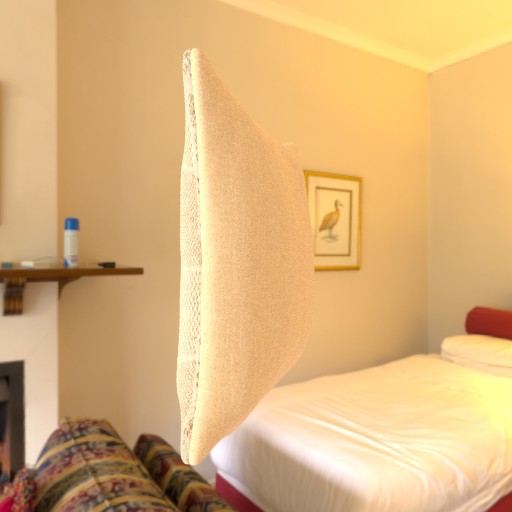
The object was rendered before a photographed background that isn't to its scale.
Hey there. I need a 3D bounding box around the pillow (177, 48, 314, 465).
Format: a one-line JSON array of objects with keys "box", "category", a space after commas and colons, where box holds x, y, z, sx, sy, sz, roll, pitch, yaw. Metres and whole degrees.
[{"box": [0.000, 0.000, 0.660, 0.138, 0.432, 0.436, 0, 1, 18], "category": "pillow"}]
